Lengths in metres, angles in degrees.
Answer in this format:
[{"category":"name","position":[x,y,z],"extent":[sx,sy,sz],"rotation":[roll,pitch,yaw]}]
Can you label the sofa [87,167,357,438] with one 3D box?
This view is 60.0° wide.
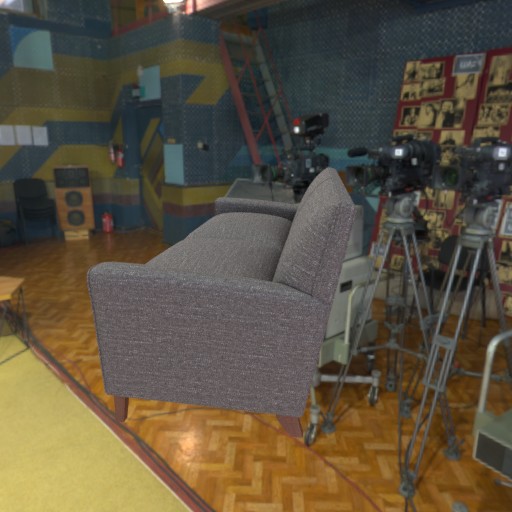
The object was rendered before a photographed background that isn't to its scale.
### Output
[{"category":"sofa","position":[0.000,0.000,2.387],"extent":[0.875,0.846,1.976],"rotation":[2,15,8]}]
